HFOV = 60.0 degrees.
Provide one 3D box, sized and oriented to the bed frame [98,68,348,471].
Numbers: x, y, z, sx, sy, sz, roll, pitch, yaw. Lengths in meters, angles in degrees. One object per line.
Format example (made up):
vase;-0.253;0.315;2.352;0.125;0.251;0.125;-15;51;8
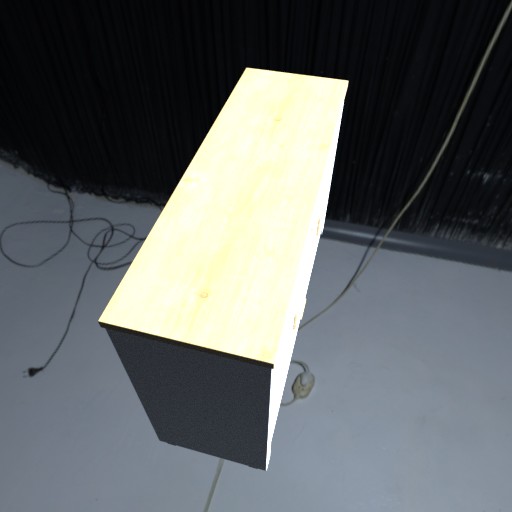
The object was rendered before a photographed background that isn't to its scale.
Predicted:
bed frame;0.000;0.000;1.743;0.430;0.850;1.300;11;50;10
